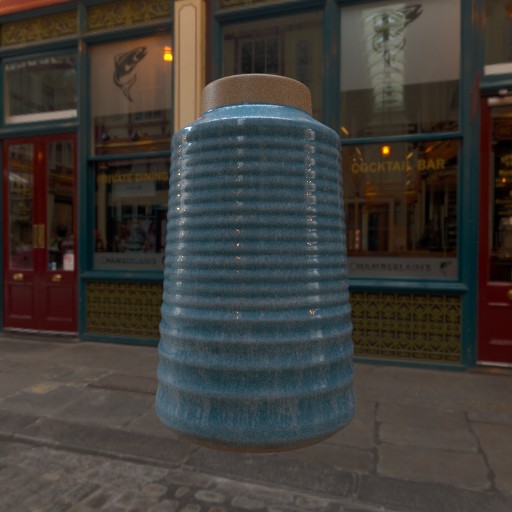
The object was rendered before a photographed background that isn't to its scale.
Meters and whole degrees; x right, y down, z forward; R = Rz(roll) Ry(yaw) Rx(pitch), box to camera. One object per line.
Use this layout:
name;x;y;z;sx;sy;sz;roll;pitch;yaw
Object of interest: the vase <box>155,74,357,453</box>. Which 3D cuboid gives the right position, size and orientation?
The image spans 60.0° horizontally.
vase;0.000;0.000;0.368;0.163;0.267;0.163;0;0;0
